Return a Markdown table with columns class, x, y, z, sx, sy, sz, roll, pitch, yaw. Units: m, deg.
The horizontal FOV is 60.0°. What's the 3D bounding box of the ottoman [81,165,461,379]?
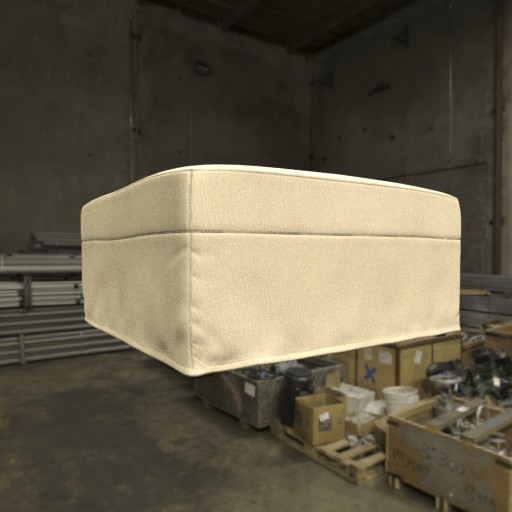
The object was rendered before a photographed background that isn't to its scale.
| class | x | y | z | sx | sy | sz | roll | pitch | yaw |
| --- | --- | --- | --- | --- | --- | --- | --- | --- | --- |
| ottoman | 0.000 | 0.000 | 1.329 | 0.843 | 0.441 | 0.842 | 0 | 0 | -34 |
